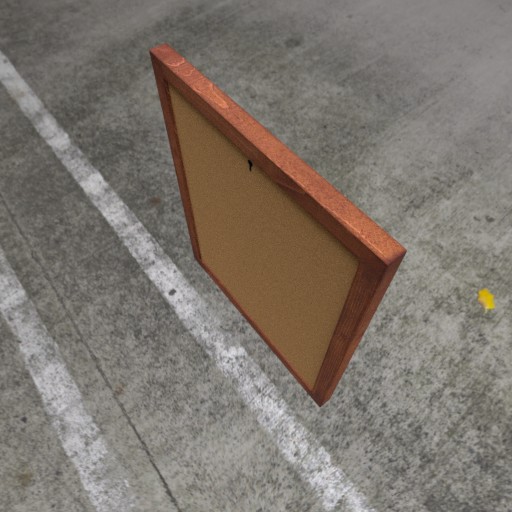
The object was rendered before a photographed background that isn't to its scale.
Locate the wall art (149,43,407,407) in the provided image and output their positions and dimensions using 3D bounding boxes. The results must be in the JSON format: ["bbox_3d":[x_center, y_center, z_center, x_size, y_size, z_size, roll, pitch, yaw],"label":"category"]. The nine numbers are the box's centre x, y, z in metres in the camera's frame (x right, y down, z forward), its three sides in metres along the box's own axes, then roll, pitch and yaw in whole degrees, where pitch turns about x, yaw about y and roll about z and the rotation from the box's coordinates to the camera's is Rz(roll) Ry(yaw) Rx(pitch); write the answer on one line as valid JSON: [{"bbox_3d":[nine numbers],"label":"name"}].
[{"bbox_3d":[0.000,0.000,0.777,0.030,0.558,0.462,-33,63,-20],"label":"wall art"}]
